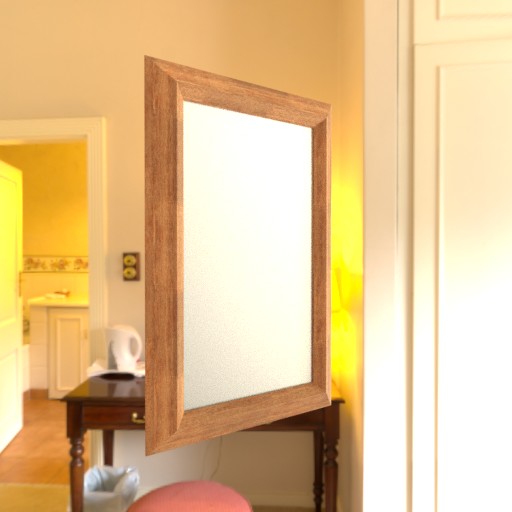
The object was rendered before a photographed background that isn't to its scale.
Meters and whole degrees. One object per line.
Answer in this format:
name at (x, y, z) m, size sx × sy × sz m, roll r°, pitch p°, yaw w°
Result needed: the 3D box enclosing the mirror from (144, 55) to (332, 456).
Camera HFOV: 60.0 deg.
mirror at (0.000, 0.000, 1.283) m, size 0.651 × 1.010 × 0.047 m, roll 0°, pitch 1°, yaw -35°
